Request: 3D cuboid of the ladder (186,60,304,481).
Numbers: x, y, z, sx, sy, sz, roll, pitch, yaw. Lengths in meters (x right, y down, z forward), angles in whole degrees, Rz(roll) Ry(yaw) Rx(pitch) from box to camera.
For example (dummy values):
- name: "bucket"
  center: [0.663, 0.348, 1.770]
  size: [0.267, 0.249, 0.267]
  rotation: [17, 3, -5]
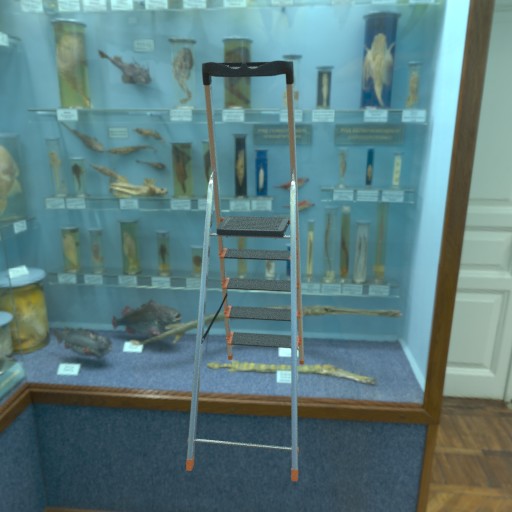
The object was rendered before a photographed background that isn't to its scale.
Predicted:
- name: "ladder"
  center: [0.000, 0.000, 2.113]
  size: [0.480, 1.646, 0.995]
  rotation: [2, 16, 7]
